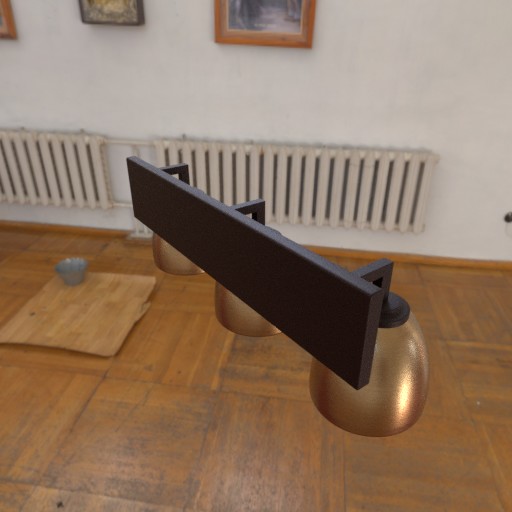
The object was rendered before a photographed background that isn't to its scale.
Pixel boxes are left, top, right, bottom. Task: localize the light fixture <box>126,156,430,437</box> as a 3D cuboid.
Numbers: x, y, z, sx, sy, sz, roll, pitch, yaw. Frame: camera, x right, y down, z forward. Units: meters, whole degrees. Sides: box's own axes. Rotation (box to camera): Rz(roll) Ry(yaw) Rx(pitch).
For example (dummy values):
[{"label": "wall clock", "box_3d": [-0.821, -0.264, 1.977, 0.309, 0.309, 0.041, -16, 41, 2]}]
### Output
[{"label": "light fixture", "box_3d": [0.000, 0.000, 0.662, 0.157, 0.204, 0.582, -19, 34, -32]}]
